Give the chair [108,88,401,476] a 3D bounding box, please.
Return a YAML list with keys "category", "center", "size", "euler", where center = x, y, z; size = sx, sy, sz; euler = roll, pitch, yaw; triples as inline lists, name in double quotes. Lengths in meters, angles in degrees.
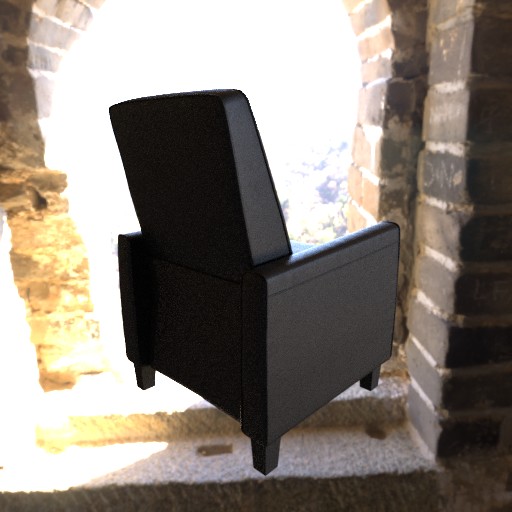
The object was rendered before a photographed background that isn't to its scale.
- category: "chair"
  center: [0.000, 0.000, 1.514]
  size: [0.705, 1.013, 0.746]
  euler: [14, 20, 42]
